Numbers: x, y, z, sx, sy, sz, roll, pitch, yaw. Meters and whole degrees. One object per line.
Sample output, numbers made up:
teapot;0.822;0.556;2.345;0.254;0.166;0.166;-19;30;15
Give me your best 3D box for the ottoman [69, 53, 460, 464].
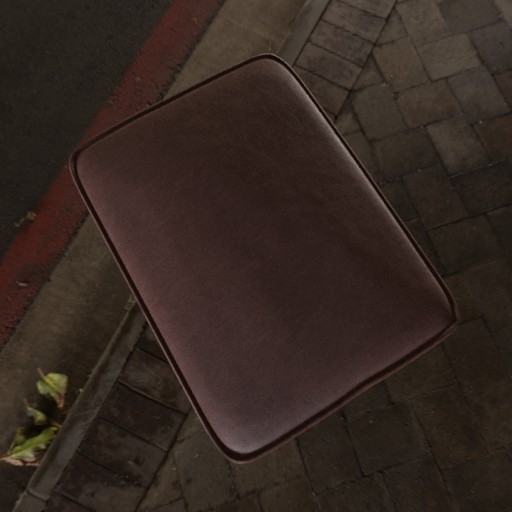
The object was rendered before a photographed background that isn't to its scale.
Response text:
ottoman;0.000;0.000;1.079;0.548;0.449;0.749;-30;78;-7
